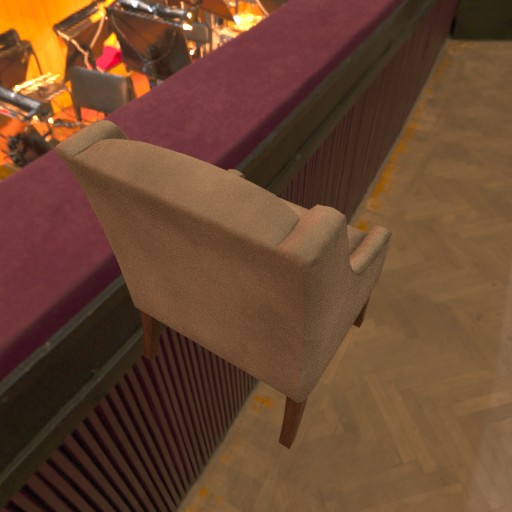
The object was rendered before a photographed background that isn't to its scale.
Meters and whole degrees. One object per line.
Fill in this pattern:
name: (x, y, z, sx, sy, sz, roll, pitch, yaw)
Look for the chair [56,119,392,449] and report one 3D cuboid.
chair: (0.000, 0.000, 1.302, 0.629, 0.895, 0.629, 25, 51, 22)
